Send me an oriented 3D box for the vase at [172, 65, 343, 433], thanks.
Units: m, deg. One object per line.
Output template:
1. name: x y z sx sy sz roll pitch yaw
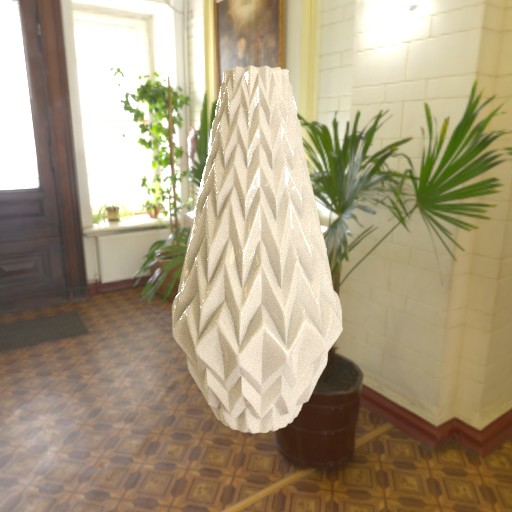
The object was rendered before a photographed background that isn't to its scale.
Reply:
1. vase: 0.000 0.000 0.420 0.167 0.328 0.167 0 15 0
